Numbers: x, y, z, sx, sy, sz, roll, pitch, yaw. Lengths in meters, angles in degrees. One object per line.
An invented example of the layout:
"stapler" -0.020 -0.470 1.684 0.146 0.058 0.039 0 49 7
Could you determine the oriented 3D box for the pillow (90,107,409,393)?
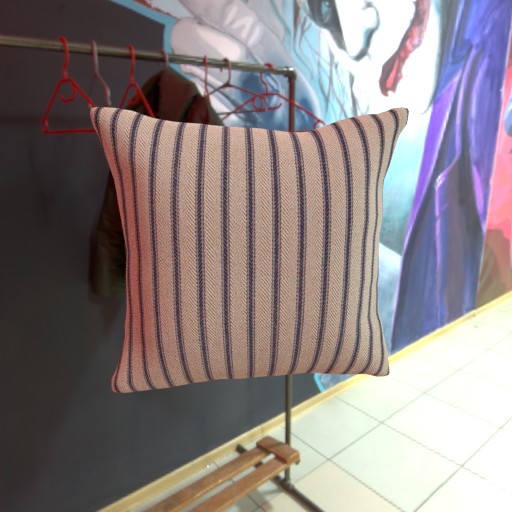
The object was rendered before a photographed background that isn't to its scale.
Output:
"pillow" 0.000 0.000 0.690 0.468 0.444 0.138 -2 15 -7
